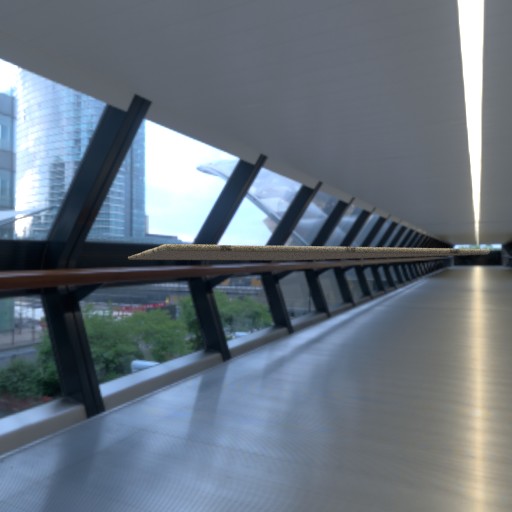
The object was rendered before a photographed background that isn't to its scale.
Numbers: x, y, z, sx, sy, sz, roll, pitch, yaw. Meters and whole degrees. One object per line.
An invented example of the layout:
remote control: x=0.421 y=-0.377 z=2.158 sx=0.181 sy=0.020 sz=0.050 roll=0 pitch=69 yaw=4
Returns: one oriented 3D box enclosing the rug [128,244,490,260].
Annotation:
rug: x=0.000 y=0.000 z=2.913 sx=1.501 sy=0.024 sz=2.348 roll=0 pitch=-1 yaw=-19
